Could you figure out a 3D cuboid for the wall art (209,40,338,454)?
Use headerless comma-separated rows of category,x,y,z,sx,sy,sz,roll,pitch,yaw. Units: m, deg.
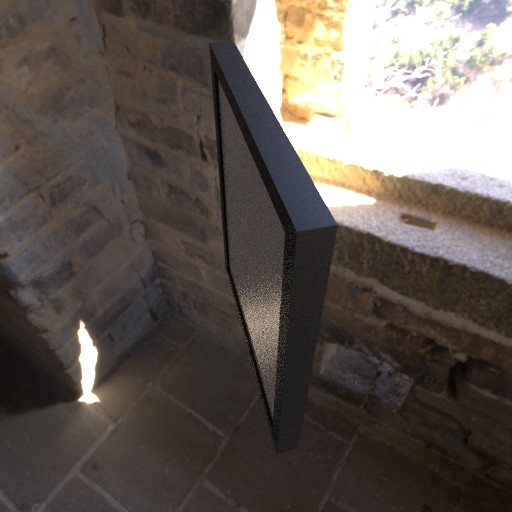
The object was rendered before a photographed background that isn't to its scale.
wall art,0.000,0.000,0.537,0.029,0.381,0.330,-10,47,-10
